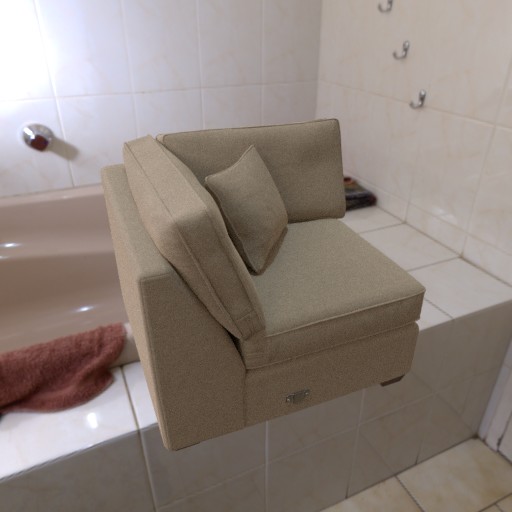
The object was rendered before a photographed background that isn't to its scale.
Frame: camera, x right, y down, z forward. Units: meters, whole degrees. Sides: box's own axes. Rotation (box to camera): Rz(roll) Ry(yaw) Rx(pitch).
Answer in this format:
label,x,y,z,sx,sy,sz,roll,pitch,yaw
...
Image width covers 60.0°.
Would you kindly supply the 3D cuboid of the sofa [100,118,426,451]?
label,x,y,z,sx,sy,sz,roll,pitch,yaw
sofa,0.000,0.000,1.990,1.146,1.002,1.084,-11,31,-19
